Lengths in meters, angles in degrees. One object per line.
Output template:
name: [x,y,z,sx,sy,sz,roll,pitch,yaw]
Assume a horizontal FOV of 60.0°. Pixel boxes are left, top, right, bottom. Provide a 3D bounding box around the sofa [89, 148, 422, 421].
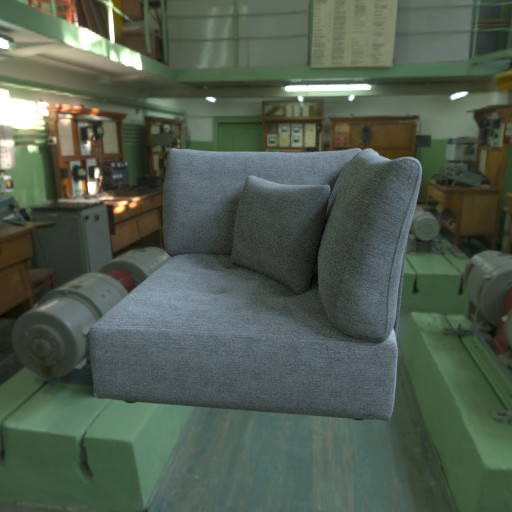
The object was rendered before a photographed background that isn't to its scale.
sofa: [0.000,0.000,1.766,1.000,0.820,1.000,2,15,7]
